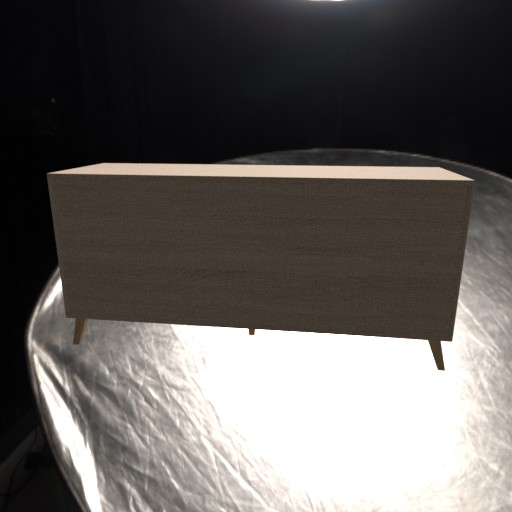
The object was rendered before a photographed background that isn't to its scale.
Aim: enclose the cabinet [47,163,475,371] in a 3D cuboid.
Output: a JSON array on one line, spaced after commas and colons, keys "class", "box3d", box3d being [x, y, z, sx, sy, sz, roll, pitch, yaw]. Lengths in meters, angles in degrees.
[{"class": "cabinet", "box3d": [0.000, 0.000, 2.042, 1.649, 0.780, 0.500, 2, 17, 8]}]
